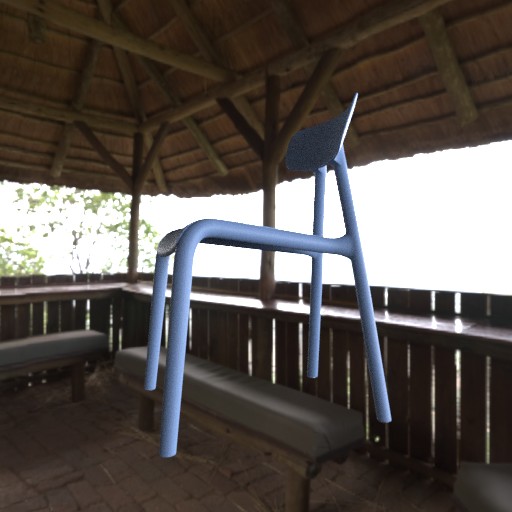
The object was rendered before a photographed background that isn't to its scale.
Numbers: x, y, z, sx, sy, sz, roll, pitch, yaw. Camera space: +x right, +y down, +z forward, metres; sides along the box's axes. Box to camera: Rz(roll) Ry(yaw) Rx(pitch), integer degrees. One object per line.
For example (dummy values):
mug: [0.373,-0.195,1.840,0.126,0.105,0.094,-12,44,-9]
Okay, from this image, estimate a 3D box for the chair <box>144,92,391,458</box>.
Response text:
chair: [0.000,0.000,0.859,0.401,0.580,0.356,0,0,-18]
